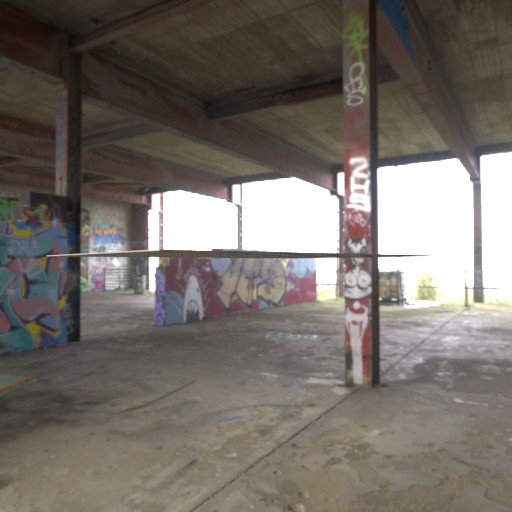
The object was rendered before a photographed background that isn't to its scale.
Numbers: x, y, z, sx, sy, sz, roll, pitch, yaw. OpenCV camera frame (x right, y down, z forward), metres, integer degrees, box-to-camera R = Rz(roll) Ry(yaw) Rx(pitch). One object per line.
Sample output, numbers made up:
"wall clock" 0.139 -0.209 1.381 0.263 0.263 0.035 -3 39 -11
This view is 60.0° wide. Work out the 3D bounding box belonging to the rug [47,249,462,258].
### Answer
"rug" 0.000 0.000 4.098 3.061 0.010 2.330 1 -1 -38
